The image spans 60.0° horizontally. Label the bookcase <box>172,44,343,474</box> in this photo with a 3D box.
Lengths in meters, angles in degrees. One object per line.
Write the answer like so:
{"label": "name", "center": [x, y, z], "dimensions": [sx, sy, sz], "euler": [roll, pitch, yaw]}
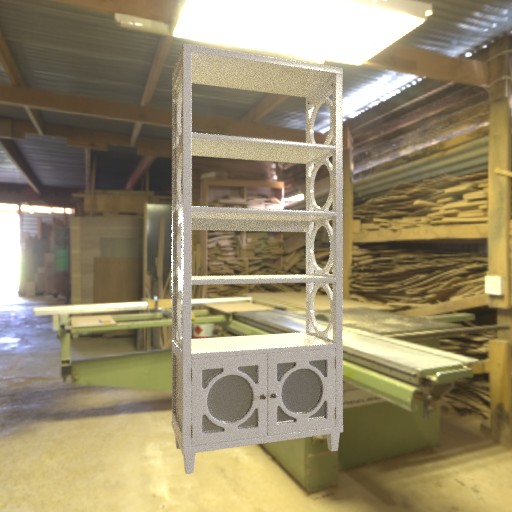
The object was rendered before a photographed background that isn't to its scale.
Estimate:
{"label": "bookcase", "center": [0.000, 0.000, 2.140], "dimensions": [0.761, 1.869, 0.361], "euler": [0, 0, -19]}
